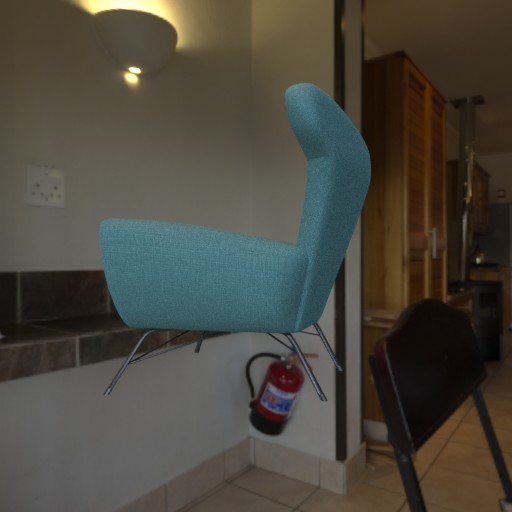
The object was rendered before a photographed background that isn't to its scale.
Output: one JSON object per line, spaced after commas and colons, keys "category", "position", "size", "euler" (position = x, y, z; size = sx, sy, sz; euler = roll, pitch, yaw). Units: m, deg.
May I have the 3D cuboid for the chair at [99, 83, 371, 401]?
{"category": "chair", "position": [0.000, 0.000, 1.789], "size": [0.900, 0.980, 1.050], "euler": [0, -1, 17]}
